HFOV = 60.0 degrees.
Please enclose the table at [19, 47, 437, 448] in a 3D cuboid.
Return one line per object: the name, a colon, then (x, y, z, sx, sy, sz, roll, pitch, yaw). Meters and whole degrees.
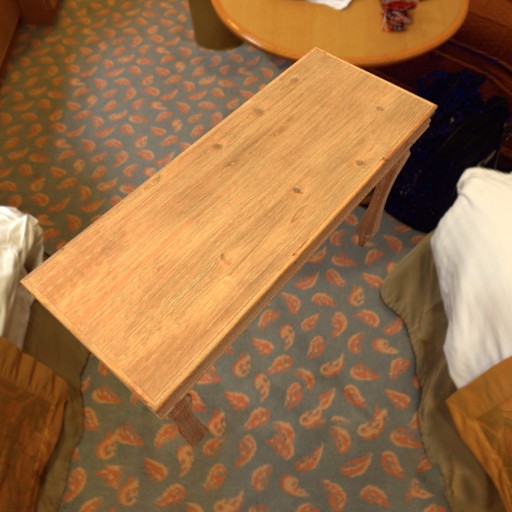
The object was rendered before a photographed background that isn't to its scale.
table: (0.000, 0.000, 1.721, 0.522, 0.873, 1.330, 36, 65, 20)
